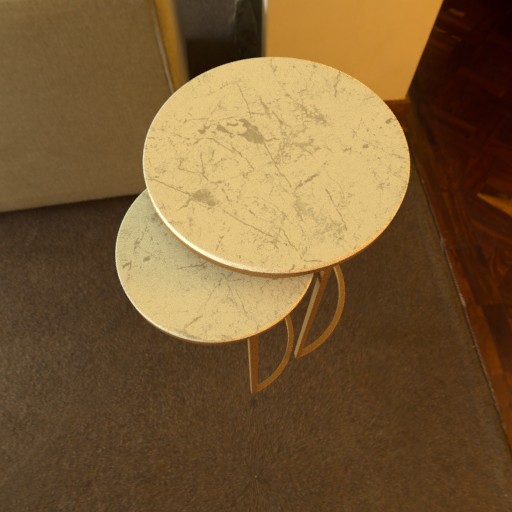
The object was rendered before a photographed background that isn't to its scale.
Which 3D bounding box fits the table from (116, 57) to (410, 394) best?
[{"bbox_3d":[0.000,0.000,0.896,0.400,0.550,0.507,32,68,15],"label":"table"}]
